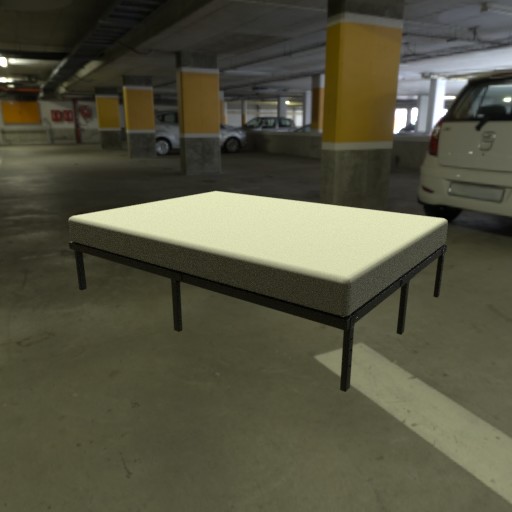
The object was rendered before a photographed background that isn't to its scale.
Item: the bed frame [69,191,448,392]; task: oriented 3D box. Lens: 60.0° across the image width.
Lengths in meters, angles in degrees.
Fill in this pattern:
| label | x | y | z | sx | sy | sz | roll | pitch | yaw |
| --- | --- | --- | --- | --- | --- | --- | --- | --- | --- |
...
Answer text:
| label | x | y | z | sx | sy | sz | roll | pitch | yaw |
| --- | --- | --- | --- | --- | --- | --- | --- | --- | --- |
| bed frame | 0.000 | 0.000 | 3.819 | 2.842 | 0.680 | 2.205 | 16 | 23 | 42 |
